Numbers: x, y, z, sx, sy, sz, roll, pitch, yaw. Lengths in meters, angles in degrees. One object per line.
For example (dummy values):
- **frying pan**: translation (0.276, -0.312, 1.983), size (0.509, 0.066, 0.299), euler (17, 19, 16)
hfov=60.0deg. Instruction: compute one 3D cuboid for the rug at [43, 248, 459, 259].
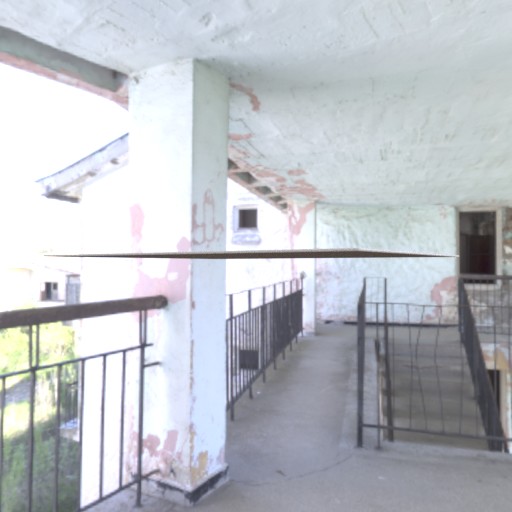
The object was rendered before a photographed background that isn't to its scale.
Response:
- **rug**: translation (0.000, 0.000, 4.150), size (3.050, 0.015, 2.441), euler (-1, -1, 36)
